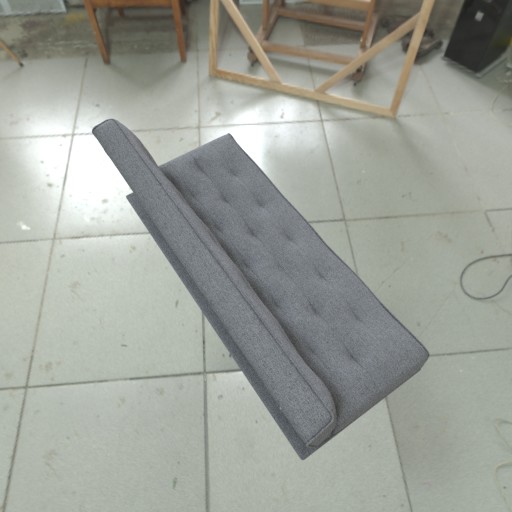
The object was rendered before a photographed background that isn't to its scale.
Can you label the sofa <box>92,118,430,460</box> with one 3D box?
[{"bbox_3d":[0.000,0.000,2.316,0.810,0.830,1.820,-30,64,-17],"label":"sofa"}]
